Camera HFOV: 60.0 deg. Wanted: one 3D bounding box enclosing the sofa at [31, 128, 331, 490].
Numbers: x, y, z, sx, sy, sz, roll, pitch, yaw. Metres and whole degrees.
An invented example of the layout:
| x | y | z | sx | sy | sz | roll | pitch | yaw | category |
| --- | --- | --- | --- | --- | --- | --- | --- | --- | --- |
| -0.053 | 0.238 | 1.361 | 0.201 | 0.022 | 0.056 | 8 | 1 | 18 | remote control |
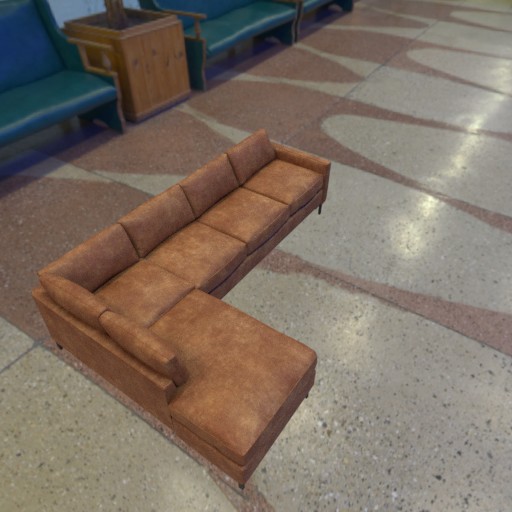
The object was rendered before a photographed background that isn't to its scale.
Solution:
| x | y | z | sx | sy | sz | roll | pitch | yaw | category |
| --- | --- | --- | --- | --- | --- | --- | --- | --- | --- |
| 0.000 | 0.000 | 3.789 | 1.938 | 0.877 | 2.984 | 25 | 47 | 26 | sofa |
